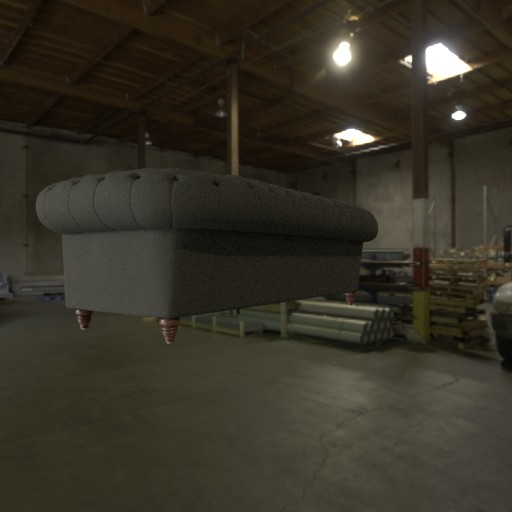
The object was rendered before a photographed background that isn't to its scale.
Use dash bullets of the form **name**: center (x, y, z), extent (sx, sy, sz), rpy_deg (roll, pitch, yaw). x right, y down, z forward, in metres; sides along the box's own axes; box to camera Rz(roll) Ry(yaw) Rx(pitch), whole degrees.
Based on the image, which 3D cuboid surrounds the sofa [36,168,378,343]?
- **sofa**: center (0.000, 0.000, 2.805), extent (0.991, 0.762, 2.362), rpy_deg (0, 0, 36)
